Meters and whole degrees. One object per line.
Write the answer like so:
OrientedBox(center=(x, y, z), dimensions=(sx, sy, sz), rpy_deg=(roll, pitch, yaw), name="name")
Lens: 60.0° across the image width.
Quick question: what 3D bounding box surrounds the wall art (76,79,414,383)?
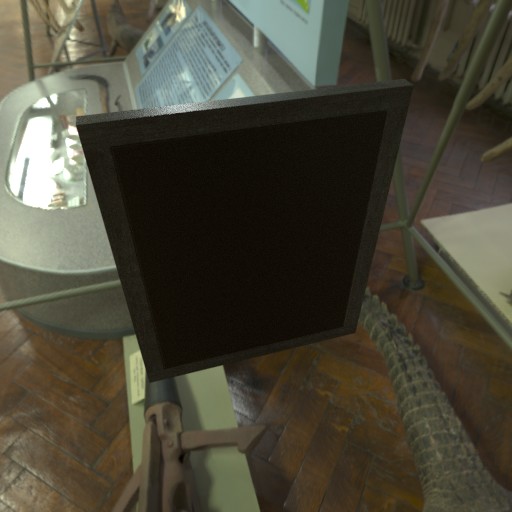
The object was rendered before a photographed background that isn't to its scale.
OrientedBox(center=(0.000, 0.000, 0.808), dimensions=(0.479, 0.580, 0.027), rpy_deg=(-11, 43, -12), name="wall art")
